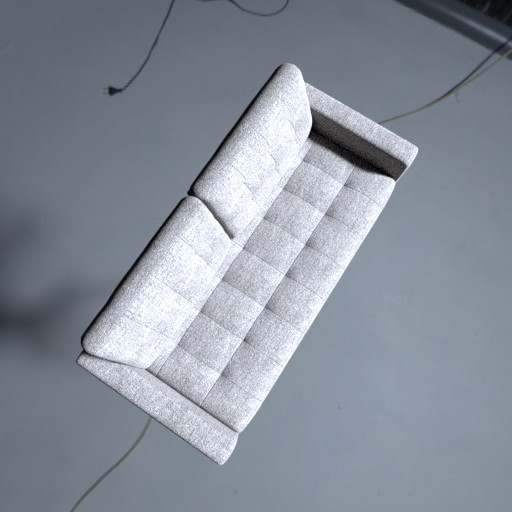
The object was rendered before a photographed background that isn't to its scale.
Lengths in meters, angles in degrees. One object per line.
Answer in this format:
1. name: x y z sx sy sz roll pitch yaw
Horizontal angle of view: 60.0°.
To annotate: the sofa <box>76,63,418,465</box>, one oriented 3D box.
1. sofa: 0.000 0.000 2.310 0.863 0.902 1.821 33 80 7
